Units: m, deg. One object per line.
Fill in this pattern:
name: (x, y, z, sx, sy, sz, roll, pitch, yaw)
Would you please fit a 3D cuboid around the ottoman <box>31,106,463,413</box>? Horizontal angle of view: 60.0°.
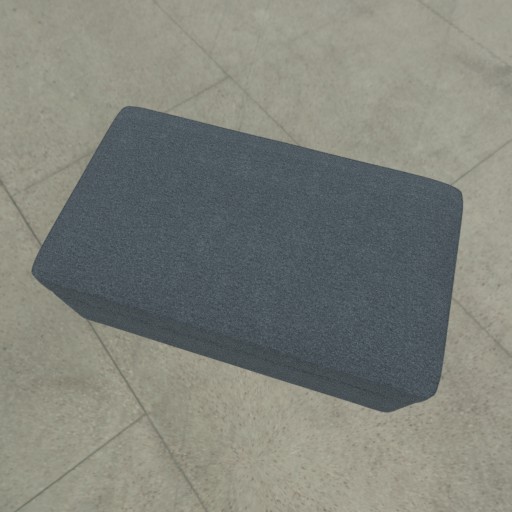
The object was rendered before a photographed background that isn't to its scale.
ottoman: (0.000, 0.000, 1.499, 1.173, 0.494, 0.681, 16, 66, 7)
